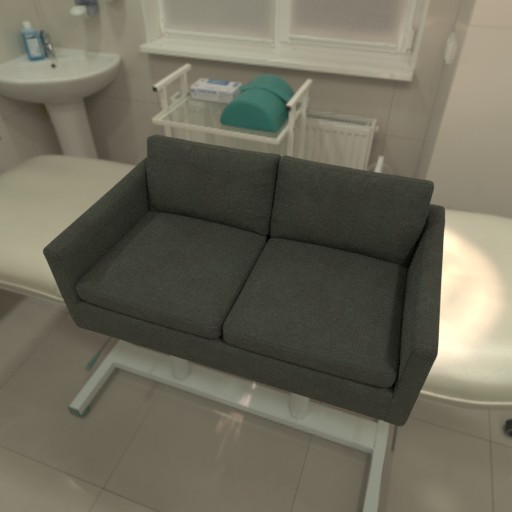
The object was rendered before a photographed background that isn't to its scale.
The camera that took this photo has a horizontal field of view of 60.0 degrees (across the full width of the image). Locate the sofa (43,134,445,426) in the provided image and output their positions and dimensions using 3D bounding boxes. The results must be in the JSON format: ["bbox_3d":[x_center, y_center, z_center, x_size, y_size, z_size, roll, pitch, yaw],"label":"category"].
[{"bbox_3d":[0.000,0.000,2.495,1.909,0.845,1.091,13,42,15],"label":"sofa"}]
